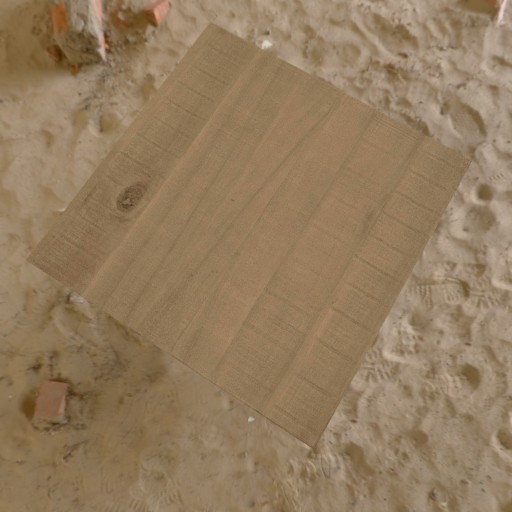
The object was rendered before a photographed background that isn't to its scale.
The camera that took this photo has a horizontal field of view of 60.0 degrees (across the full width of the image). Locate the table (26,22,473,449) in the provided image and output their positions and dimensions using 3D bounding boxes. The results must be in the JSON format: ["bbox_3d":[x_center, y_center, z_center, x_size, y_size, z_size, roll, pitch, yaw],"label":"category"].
[{"bbox_3d":[0.000,0.000,0.974,0.503,0.589,0.507,31,78,8],"label":"table"}]
